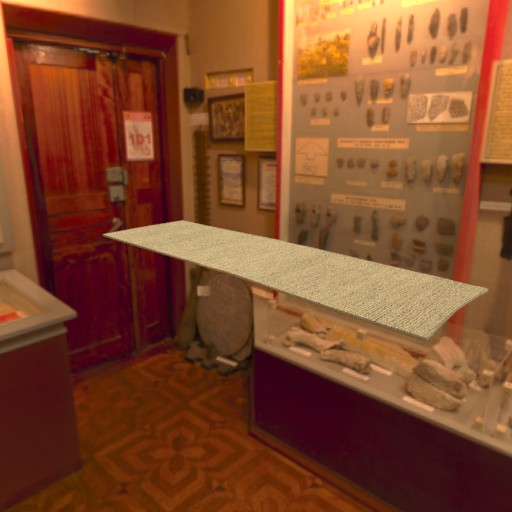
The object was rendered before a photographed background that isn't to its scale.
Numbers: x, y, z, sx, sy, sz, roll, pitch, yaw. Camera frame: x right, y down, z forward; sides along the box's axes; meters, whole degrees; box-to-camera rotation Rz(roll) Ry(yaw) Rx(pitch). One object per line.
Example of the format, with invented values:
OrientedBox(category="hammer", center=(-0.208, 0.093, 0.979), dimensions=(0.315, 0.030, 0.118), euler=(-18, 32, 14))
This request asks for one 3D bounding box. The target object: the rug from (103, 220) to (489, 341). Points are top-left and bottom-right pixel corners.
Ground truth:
OrientedBox(category="rug", center=(0.000, 0.000, 2.551), dimensions=(2.320, 0.032, 0.692), euler=(15, 21, 42))
